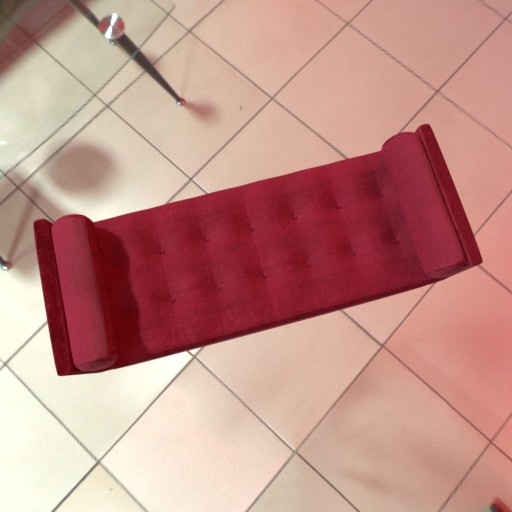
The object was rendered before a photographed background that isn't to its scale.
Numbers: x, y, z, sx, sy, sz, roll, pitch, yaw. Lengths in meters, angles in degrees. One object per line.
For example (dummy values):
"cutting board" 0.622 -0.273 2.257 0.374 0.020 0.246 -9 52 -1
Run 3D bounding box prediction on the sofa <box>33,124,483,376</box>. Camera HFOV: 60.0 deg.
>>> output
"sofa" 0.000 0.000 2.442 2.102 0.705 0.796 -14 77 -3
